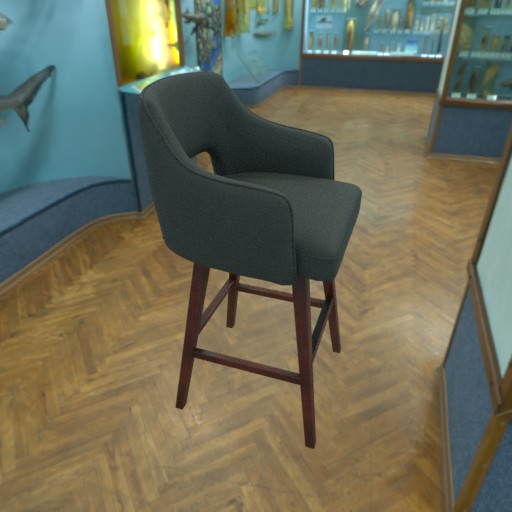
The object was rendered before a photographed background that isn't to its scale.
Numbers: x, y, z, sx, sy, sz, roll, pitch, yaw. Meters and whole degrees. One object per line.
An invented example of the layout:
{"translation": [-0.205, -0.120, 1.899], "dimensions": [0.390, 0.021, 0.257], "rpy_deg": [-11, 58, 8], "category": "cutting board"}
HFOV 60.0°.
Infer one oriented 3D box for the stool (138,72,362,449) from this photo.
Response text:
{"translation": [0.000, 0.000, 1.375], "dimensions": [0.558, 1.012, 0.548], "rpy_deg": [10, 32, 17], "category": "stool"}
